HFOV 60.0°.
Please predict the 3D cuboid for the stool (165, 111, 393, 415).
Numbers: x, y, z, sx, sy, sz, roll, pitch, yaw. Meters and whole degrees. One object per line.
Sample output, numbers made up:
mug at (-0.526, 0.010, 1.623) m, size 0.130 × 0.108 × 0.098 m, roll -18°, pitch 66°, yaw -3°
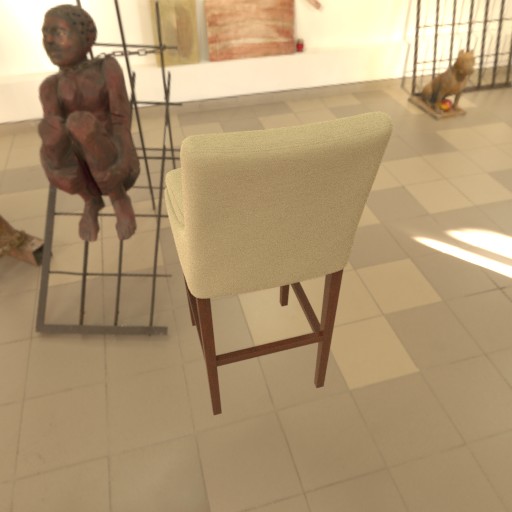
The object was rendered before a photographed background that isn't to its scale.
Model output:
stool at (0.000, 0.000, 1.357) m, size 0.470 × 1.078 × 0.577 m, roll -11°, pitch 43°, yaw -12°
